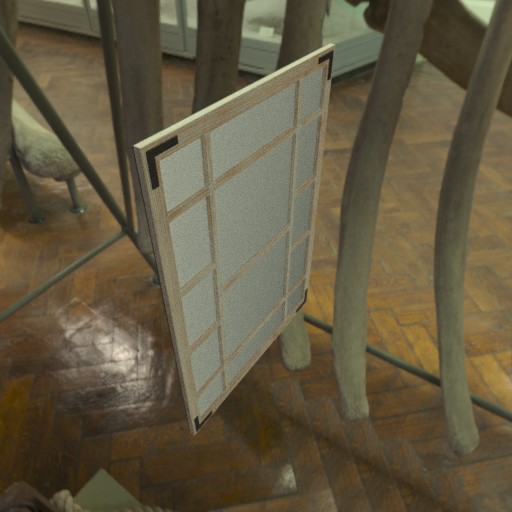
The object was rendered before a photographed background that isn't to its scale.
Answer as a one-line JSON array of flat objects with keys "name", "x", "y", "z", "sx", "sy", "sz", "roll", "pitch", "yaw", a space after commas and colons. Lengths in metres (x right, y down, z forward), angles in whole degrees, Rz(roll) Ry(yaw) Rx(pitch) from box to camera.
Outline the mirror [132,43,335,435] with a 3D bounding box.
[{"name": "mirror", "x": 0.000, "y": 0.000, "z": 1.291, "sx": 0.025, "sy": 0.996, "sz": 0.705, "roll": 25, "pitch": 47, "yaw": 26}]
